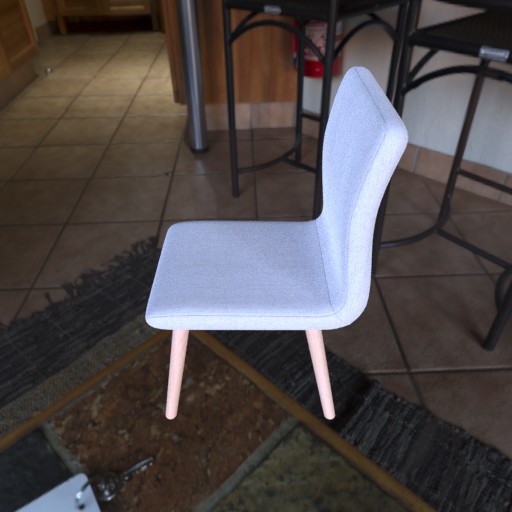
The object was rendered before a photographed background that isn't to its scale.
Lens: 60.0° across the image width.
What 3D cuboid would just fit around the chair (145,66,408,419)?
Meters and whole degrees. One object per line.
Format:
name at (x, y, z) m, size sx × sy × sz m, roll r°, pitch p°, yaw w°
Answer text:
chair at (0.000, 0.000, 1.196) m, size 0.550 × 0.885 × 0.435 m, roll 0°, pitch 39°, yaw 0°
